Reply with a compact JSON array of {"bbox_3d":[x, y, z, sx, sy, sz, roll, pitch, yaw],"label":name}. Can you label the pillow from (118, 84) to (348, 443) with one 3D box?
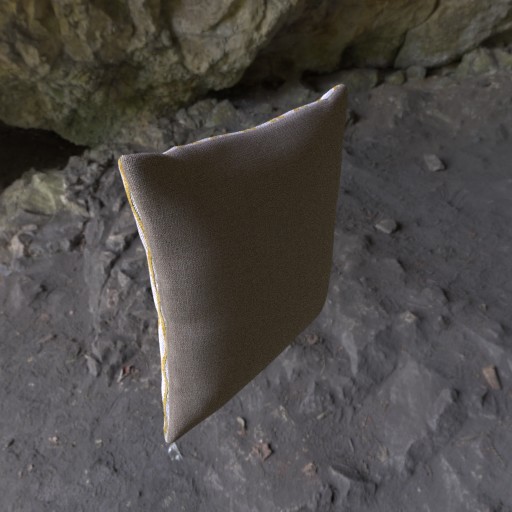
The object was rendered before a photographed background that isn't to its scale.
[{"bbox_3d":[0.000,0.000,0.671,0.159,0.436,0.429,23,39,31],"label":"pillow"}]
